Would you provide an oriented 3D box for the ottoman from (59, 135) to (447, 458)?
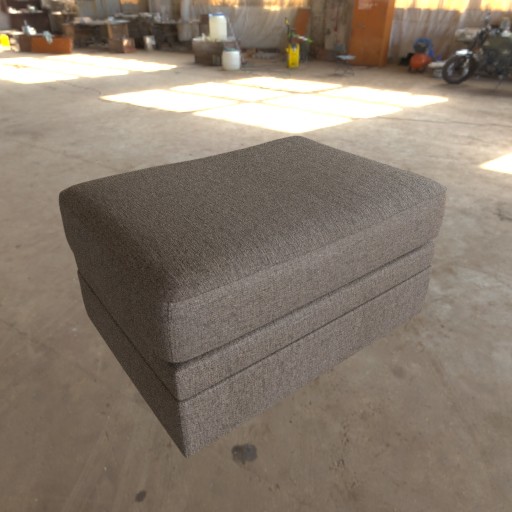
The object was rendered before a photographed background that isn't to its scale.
[{"bbox_3d":[0.000,0.000,1.262,0.885,0.478,0.637,-21,37,-31],"label":"ottoman"}]
